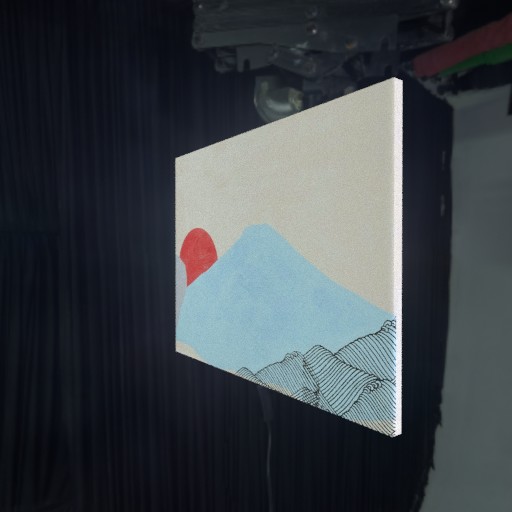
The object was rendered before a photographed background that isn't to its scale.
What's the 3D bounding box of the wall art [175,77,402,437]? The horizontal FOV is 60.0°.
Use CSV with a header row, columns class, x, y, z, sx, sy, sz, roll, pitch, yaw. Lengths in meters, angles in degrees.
class,x,y,z,sx,sy,sz,roll,pitch,yaw
wall art,0.000,0.000,1.623,0.042,0.912,1.219,0,1,-37
